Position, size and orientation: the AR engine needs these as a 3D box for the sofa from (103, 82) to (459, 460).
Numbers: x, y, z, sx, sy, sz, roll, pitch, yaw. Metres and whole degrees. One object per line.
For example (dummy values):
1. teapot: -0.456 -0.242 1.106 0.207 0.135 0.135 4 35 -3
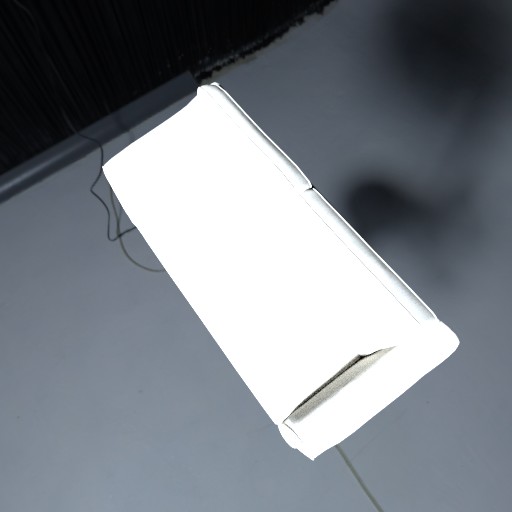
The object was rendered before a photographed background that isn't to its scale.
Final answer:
1. sofa: 0.000 0.000 2.779 0.980 0.965 2.270 -34 69 -14
